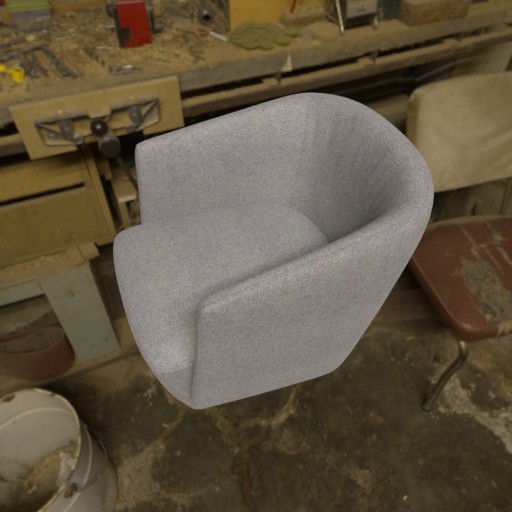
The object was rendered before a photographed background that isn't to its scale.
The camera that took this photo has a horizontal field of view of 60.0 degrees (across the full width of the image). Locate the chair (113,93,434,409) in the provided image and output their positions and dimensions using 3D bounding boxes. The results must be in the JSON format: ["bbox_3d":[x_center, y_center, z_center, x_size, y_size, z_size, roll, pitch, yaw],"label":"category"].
[{"bbox_3d":[0.000,0.000,1.628,0.986,0.861,0.822,-17,50,-15],"label":"chair"}]
